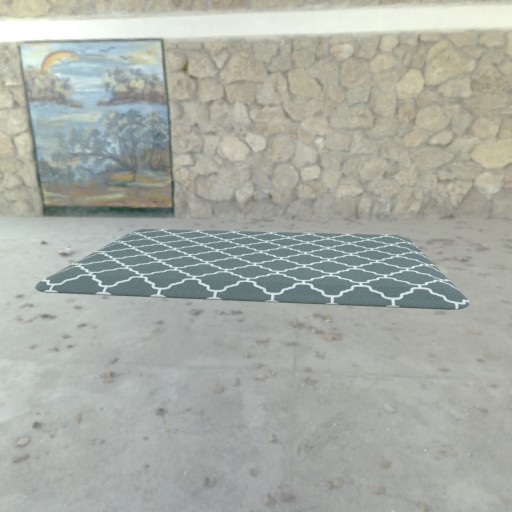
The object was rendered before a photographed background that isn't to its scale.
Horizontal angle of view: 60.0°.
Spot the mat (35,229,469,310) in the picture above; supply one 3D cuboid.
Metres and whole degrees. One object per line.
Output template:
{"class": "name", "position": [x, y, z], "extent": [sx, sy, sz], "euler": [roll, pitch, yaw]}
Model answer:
{"class": "mat", "position": [0.000, 0.000, 0.985], "extent": [0.762, 0.021, 0.508], "euler": [2, 15, 6]}
